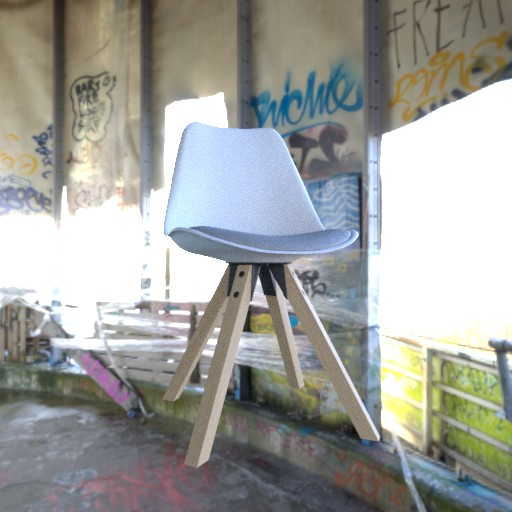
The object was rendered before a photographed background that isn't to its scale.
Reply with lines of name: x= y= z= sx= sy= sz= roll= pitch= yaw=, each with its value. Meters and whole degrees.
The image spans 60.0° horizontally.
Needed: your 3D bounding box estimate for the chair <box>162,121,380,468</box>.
chair: x=0.000 y=0.000 z=1.192 sx=0.485 sy=0.850 sz=0.550 roll=0 pitch=0 yaw=-18
